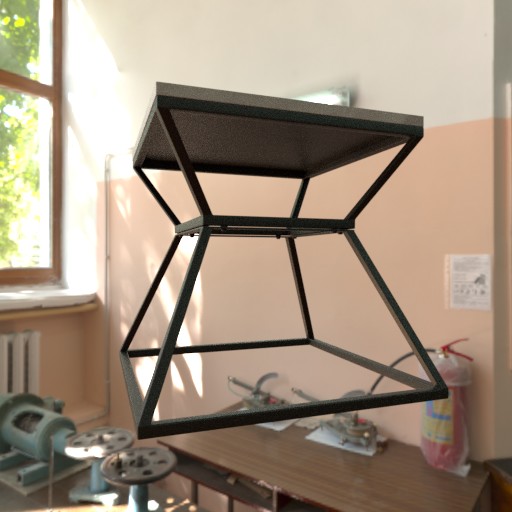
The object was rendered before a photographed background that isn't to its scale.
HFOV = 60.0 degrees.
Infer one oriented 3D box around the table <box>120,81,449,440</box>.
[{"bbox_3d":[0.000,0.000,0.805,0.455,0.431,0.455,0,0,-20],"label":"table"}]
